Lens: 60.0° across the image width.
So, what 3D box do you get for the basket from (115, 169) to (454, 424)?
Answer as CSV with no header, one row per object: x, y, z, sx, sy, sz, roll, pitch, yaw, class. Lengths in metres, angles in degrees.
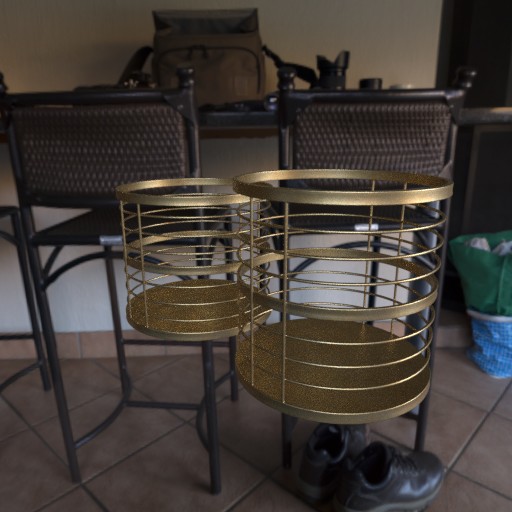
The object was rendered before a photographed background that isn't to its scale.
0.000,0.000,0.923,0.746,0.351,0.356,15,22,43,basket
